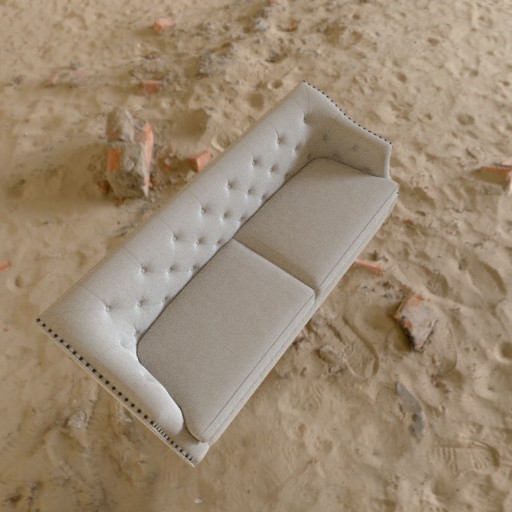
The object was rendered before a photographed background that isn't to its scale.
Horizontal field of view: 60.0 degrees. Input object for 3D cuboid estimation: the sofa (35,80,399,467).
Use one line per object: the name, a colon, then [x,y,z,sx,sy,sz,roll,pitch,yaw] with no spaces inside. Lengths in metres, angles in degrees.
sofa: [0.000,0.000,2.725,0.914,0.901,2.235,33,64,19]
